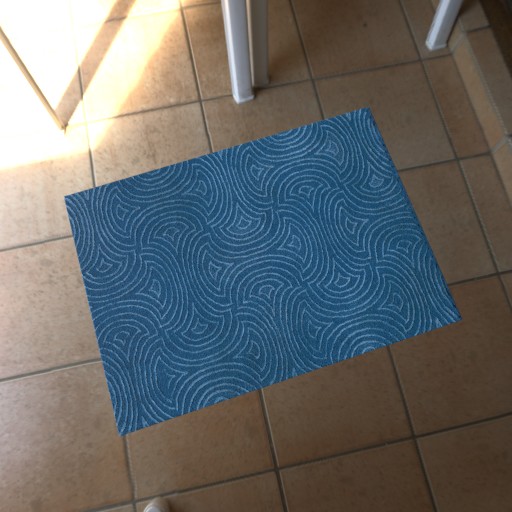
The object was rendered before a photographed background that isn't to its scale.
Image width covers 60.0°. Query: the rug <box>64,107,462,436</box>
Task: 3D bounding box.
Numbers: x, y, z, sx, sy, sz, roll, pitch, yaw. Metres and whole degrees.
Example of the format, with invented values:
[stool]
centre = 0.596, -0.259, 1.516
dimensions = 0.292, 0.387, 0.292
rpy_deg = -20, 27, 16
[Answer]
[rug]
centre = 0.000, 0.000, 2.800
dimensions = 2.144, 0.015, 1.543
rpy_deg = -18, 76, -4
